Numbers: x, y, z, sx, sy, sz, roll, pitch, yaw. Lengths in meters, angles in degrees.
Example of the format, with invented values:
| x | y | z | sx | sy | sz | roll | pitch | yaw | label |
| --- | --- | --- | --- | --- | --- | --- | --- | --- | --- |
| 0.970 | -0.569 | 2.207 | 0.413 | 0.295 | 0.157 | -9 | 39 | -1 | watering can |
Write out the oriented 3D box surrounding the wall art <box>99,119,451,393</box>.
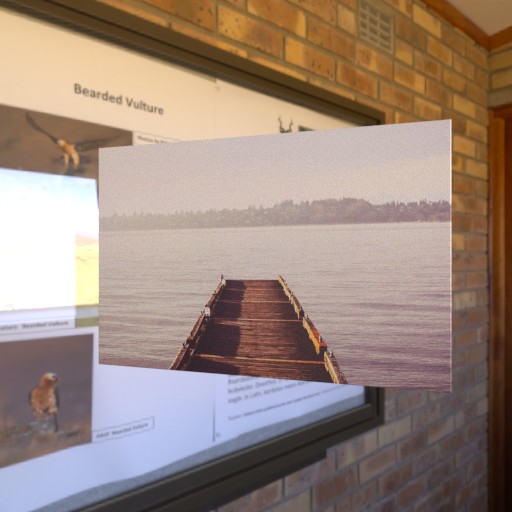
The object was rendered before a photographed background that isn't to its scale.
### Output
| x | y | z | sx | sy | sz | roll | pitch | yaw | label |
| --- | --- | --- | --- | --- | --- | --- | --- | --- | --- |
| 0.000 | 0.000 | 1.132 | 0.916 | 0.609 | 0.037 | 0 | 0 | 17 | wall art |
